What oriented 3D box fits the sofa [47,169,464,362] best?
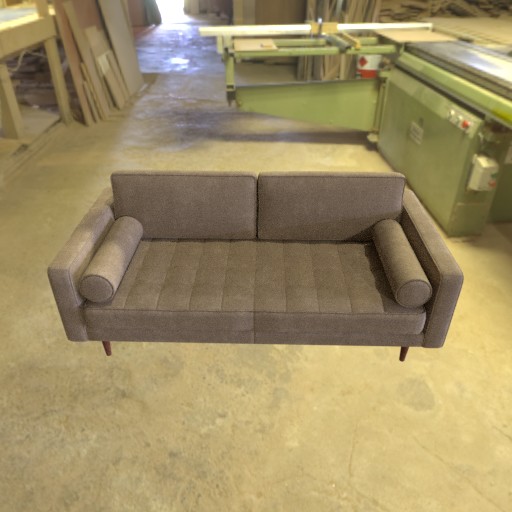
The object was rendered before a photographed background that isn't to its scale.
[{"bbox_3d":[0.000,0.000,2.397,1.883,0.769,0.920,1,33,1],"label":"sofa"}]
